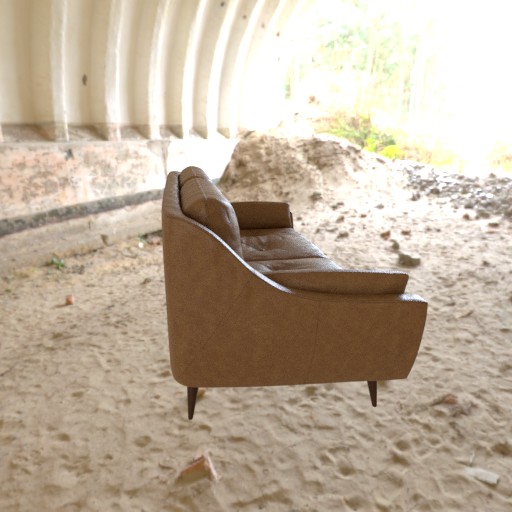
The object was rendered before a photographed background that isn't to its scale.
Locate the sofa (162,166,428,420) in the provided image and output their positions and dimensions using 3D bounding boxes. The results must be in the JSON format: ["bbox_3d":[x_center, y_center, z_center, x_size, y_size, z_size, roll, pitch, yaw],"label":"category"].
[{"bbox_3d":[0.000,0.000,2.329,0.904,0.839,1.902,-3,15,-10],"label":"sofa"}]
